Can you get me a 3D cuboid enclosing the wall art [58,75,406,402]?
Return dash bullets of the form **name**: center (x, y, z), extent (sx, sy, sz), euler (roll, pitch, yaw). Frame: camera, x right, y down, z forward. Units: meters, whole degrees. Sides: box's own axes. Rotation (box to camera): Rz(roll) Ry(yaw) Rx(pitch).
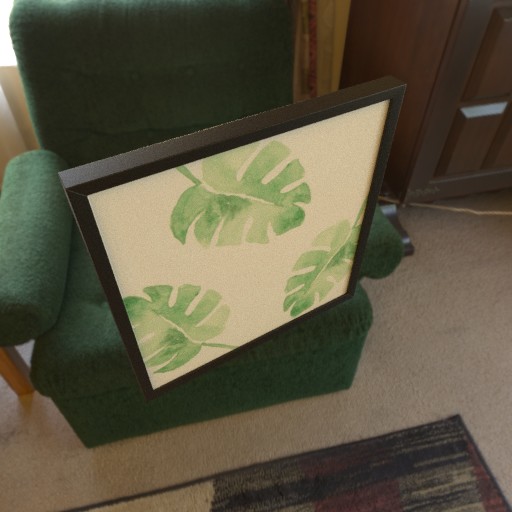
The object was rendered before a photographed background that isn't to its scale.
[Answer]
- **wall art**: center (0.000, 0.000, 0.768), extent (0.508, 0.508, 0.036), euler (-23, 50, -21)
